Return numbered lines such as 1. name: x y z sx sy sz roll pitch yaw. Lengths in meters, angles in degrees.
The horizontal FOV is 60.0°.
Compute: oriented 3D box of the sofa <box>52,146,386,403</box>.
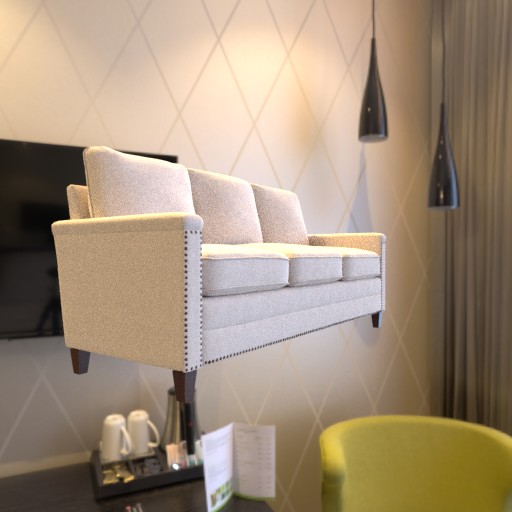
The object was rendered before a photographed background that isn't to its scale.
1. sofa: 0.000 0.000 2.426 0.828 0.961 1.925 0 0 35
